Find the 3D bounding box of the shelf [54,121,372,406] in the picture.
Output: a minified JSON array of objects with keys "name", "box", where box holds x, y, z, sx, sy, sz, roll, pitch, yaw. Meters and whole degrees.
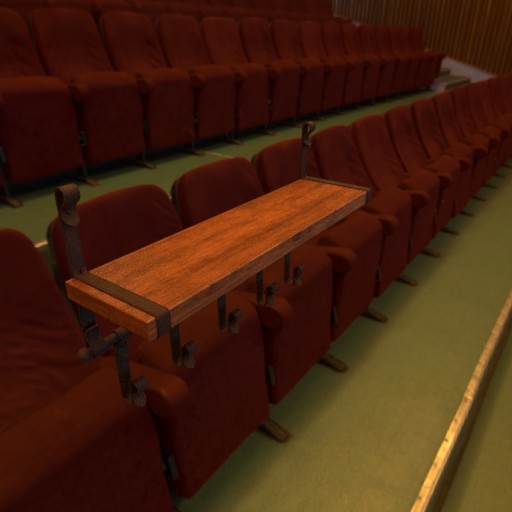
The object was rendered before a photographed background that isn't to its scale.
[{"name":"shelf","box":[0.000,0.000,0.696,0.146,0.330,0.567,18,31,32]}]
